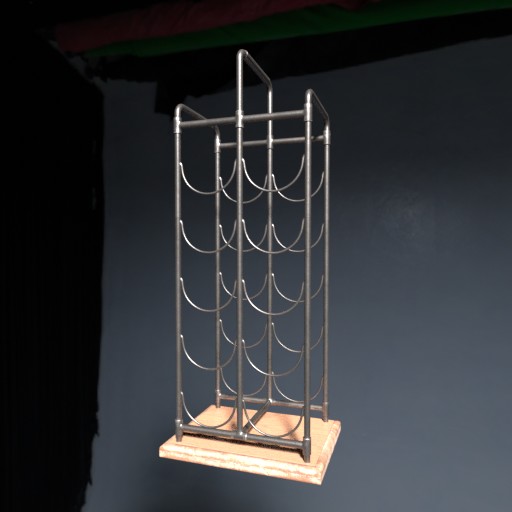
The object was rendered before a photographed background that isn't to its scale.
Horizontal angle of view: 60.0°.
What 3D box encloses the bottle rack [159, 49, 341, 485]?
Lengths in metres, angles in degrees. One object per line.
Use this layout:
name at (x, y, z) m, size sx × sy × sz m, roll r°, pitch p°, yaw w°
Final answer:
bottle rack at (0.000, 0.000, 0.797) m, size 0.276 × 0.680 × 0.208 m, roll 0°, pitch 1°, yaw 19°
